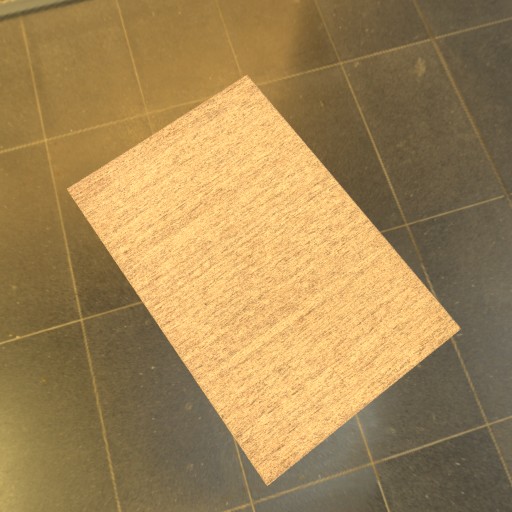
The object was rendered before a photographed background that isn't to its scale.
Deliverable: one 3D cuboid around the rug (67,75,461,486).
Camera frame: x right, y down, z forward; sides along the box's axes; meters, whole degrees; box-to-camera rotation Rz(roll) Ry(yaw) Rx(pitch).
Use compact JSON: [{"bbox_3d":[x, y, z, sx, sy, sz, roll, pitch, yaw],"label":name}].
[{"bbox_3d":[0.000,0.000,2.338,1.225,0.013,1.840,-35,78,-9],"label":"rug"}]
